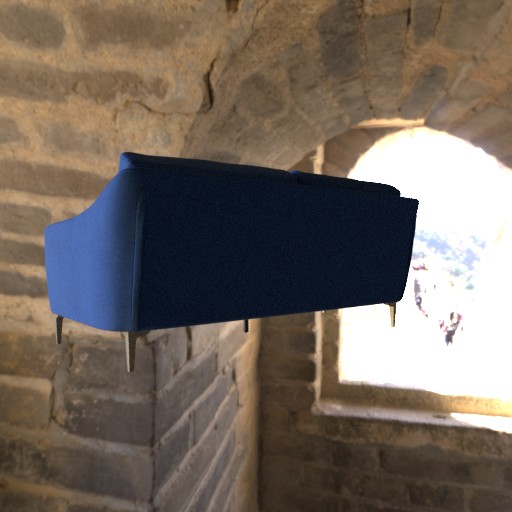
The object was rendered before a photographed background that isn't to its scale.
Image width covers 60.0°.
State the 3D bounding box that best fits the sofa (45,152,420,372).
[{"bbox_3d":[0.000,0.000,2.511,2.036,0.903,0.960,-1,1,-36],"label":"sofa"}]
